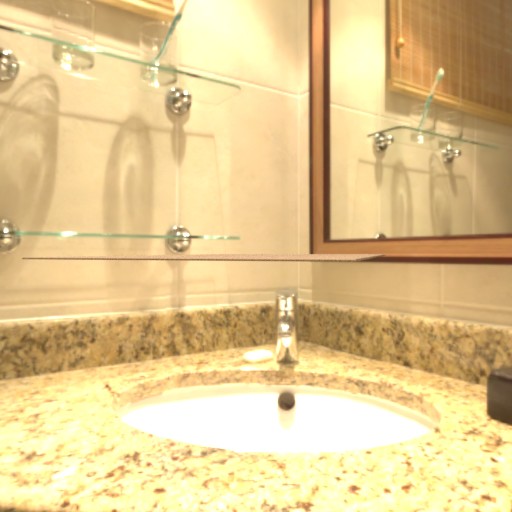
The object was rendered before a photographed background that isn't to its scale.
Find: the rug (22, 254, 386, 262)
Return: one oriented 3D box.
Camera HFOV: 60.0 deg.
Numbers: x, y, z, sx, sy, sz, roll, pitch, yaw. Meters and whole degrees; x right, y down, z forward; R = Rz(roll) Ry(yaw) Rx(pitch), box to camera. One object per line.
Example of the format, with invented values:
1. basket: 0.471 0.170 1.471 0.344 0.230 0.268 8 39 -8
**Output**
1. rug: 0.000 0.000 2.328 1.236 0.009 1.839 0 1 19
